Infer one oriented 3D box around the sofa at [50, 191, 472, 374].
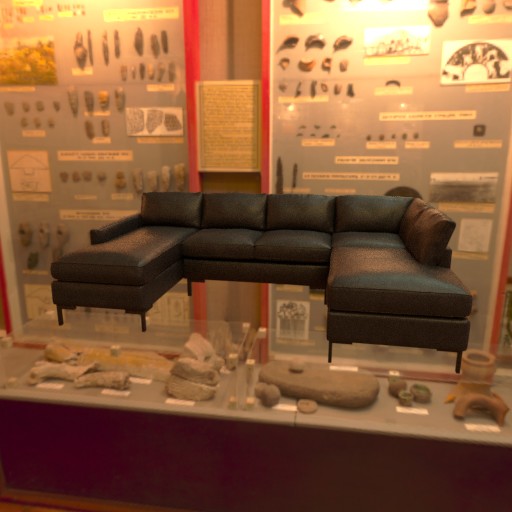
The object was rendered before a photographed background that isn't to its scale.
[{"bbox_3d":[0.000,0.000,3.765,2.956,0.900,1.939,3,15,10],"label":"sofa"}]
